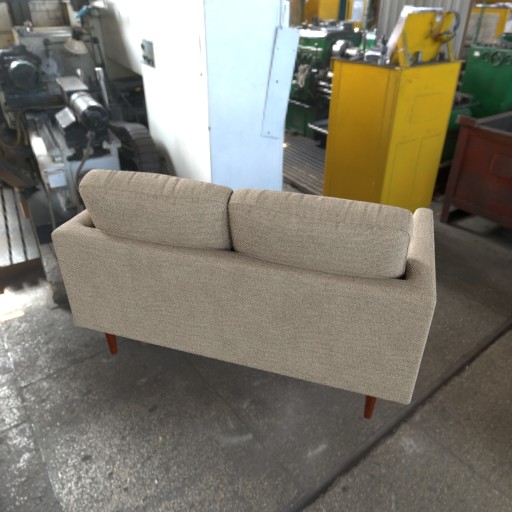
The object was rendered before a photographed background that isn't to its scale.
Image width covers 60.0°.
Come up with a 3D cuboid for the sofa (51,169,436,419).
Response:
[{"bbox_3d":[0.000,0.000,2.141,1.582,0.944,0.903,10,33,15],"label":"sofa"}]
